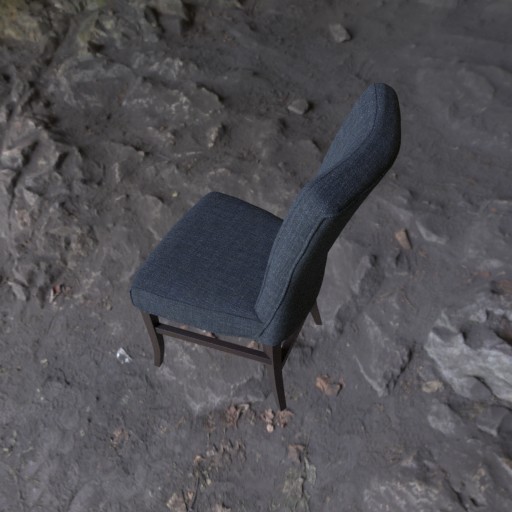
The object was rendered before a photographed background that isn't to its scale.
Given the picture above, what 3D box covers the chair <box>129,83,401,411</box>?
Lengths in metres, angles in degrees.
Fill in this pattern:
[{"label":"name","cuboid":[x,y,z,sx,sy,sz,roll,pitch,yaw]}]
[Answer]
[{"label":"chair","cuboid":[0.000,0.000,1.364,0.660,0.991,0.520,19,49,17]}]
